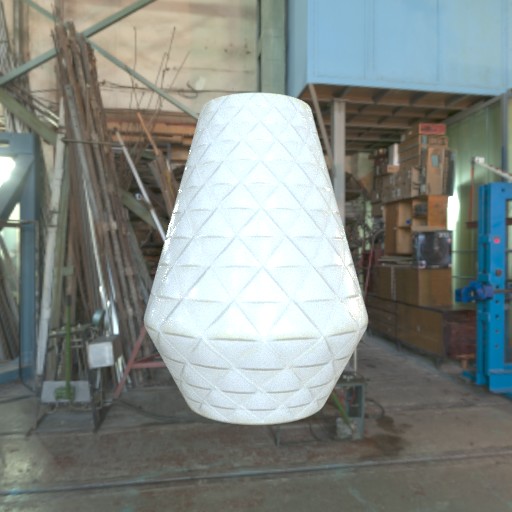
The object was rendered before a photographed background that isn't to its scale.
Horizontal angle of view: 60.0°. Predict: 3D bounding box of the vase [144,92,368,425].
[{"bbox_3d":[0.000,0.000,0.355,0.175,0.230,0.175,0,1,0],"label":"vase"}]
